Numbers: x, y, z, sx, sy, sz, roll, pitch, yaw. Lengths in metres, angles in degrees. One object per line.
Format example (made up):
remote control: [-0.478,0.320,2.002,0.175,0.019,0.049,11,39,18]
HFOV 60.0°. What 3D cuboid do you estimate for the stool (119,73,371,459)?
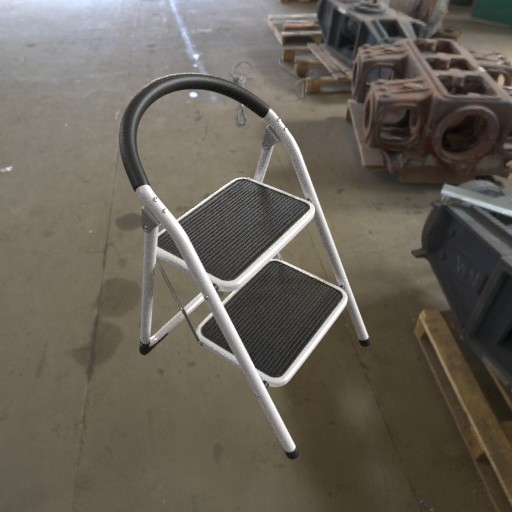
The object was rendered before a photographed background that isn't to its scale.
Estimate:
stool: [0.000,0.000,1.096,0.559,0.760,0.453,26,48,26]
